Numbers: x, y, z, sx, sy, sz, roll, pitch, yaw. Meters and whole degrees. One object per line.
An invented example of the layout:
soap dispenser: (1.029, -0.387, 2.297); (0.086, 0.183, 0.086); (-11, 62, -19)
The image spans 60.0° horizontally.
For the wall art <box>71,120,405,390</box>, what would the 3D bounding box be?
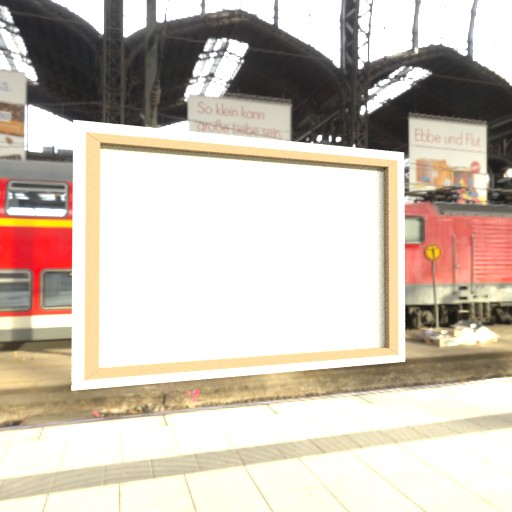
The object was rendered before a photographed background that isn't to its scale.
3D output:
wall art: (0.000, 0.000, 0.796); (0.608, 0.414, 0.042); (0, -1, -19)
